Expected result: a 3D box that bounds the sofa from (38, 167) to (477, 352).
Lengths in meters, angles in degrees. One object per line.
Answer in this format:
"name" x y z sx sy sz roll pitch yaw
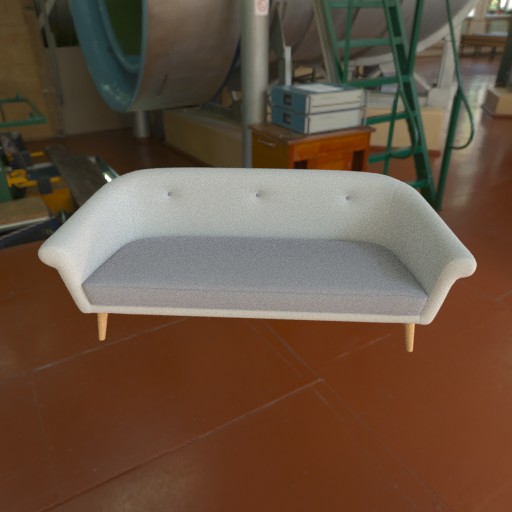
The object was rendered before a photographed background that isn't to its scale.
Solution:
"sofa" 0.000 0.000 2.594 2.160 0.795 0.827 2 29 3
